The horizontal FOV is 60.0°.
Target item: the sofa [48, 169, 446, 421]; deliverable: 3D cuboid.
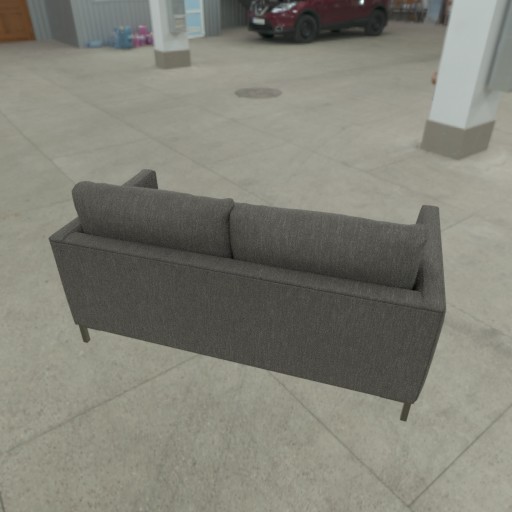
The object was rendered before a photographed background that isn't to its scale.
[{"bbox_3d":[0.000,0.000,2.193,1.682,0.840,0.875,10,34,15],"label":"sofa"}]
